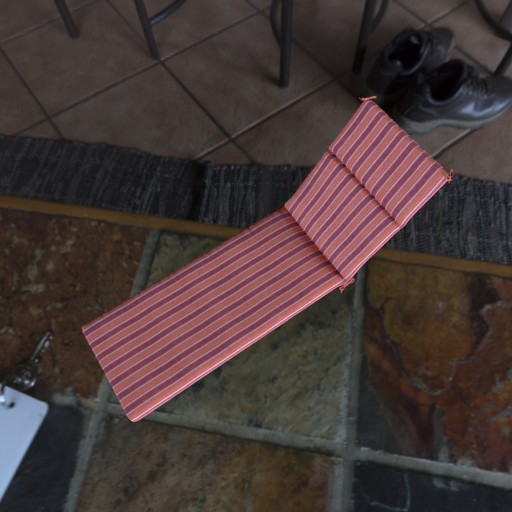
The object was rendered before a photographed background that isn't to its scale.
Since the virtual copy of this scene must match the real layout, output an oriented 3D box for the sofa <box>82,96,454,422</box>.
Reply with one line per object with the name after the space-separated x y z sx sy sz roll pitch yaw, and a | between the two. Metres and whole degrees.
0.000 0.000 1.980 1.663 0.622 0.582 -32 69 -14 | sofa
